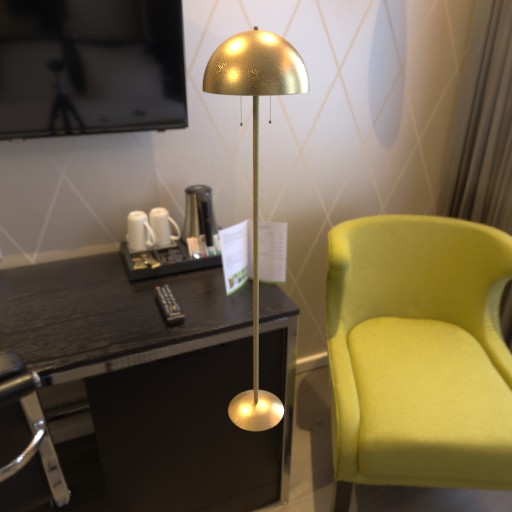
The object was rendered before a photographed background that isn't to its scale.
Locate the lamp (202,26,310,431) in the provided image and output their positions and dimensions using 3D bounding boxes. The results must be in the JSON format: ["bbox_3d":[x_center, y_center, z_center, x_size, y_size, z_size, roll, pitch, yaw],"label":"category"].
[{"bbox_3d":[0.000,0.000,1.608,0.328,1.480,0.328,18,31,33],"label":"lamp"}]
